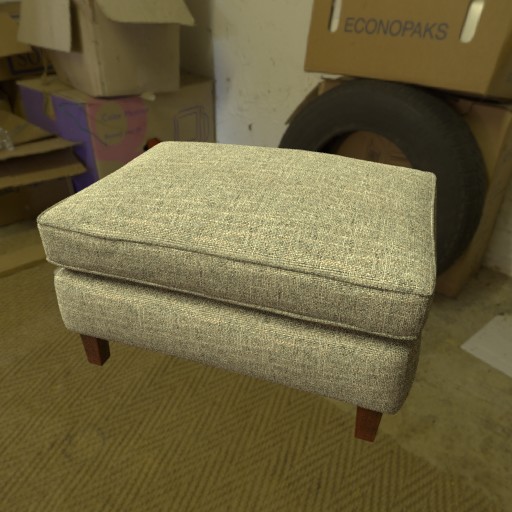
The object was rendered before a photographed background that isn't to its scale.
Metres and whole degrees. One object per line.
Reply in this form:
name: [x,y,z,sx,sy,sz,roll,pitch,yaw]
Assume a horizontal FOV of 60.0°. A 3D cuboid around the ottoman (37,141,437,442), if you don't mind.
ottoman: [0.000,0.000,0.942,0.686,0.406,0.508,10,34,16]
